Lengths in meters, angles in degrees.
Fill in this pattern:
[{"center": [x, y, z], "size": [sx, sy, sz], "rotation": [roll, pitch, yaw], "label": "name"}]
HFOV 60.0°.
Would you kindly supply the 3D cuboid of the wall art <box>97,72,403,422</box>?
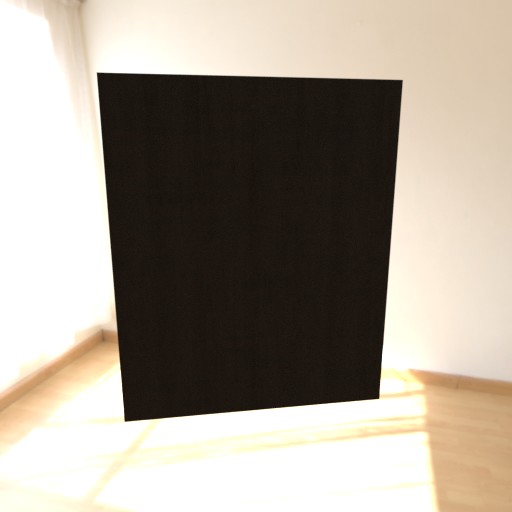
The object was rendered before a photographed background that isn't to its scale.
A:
[{"center": [0.000, 0.000, 0.734], "size": [0.455, 0.552, 0.034], "rotation": [-2, 14, -9], "label": "wall art"}]
